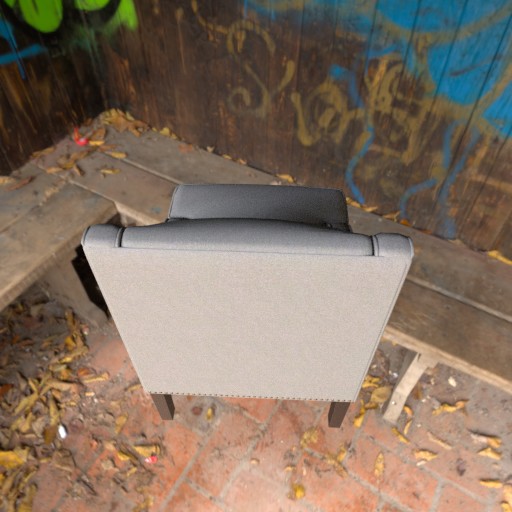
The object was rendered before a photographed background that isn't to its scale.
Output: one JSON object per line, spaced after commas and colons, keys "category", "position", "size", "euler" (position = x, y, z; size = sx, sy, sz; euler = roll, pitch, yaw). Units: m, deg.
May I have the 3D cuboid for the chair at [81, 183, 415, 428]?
{"category": "chair", "position": [0.000, 0.000, 1.368], "size": [0.631, 0.867, 0.747], "euler": [2, 49, 2]}
